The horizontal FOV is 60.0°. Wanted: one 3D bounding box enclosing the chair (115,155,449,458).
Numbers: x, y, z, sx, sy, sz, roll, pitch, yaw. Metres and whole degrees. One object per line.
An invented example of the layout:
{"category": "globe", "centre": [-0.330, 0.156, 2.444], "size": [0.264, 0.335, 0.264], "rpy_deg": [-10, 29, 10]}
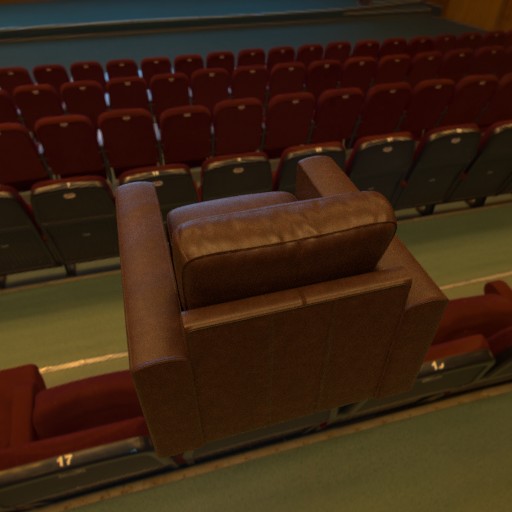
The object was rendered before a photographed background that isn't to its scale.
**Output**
{"category": "chair", "centre": [0.000, 0.000, 1.746], "size": [1.005, 0.873, 1.016], "rpy_deg": [-11, 43, -12]}
